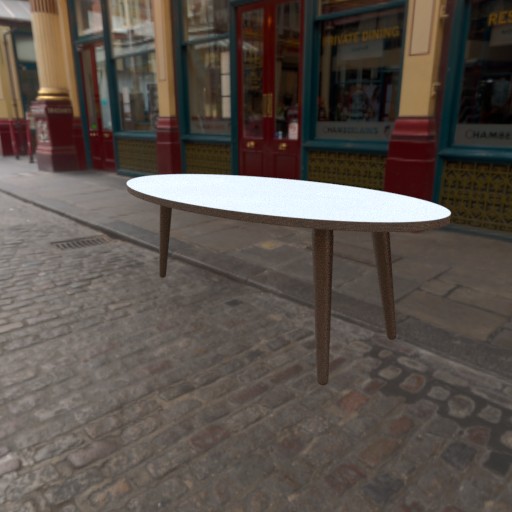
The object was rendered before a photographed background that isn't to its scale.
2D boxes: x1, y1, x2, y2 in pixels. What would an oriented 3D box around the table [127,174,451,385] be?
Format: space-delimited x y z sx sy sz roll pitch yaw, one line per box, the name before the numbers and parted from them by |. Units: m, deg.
table | 0.000 0.000 1.318 0.542 0.390 1.083 -16 23 -43
